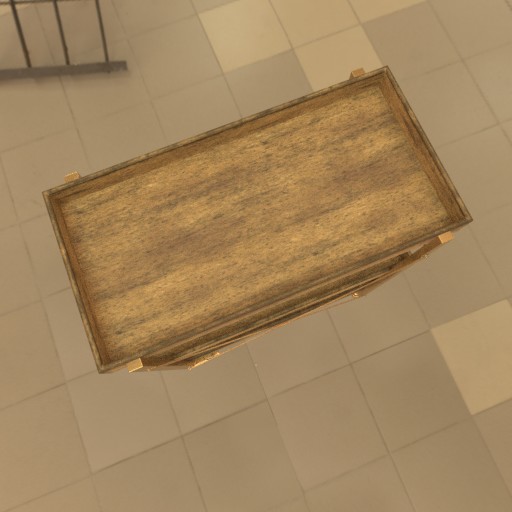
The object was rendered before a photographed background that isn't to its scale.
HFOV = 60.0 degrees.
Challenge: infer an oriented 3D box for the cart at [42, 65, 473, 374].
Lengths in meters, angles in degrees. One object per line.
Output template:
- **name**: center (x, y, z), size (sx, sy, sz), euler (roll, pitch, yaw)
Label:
- **cart**: center (0.000, 0.000, 1.242), size (0.750, 0.799, 0.416), euler (-22, 77, -5)
